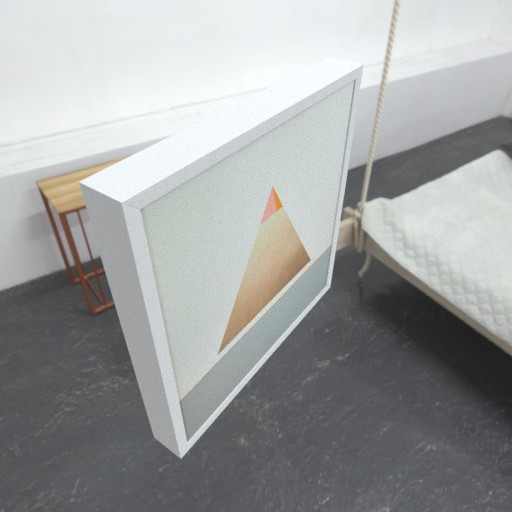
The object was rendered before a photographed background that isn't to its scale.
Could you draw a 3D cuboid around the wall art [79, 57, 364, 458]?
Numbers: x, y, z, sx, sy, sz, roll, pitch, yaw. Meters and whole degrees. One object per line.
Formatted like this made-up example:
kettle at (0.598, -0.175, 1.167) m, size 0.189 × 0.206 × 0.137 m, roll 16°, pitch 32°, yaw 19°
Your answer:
wall art at (0.000, 0.000, 0.448) m, size 0.038 × 0.304 × 0.305 m, roll 25°, pitch 46°, yaw 27°
